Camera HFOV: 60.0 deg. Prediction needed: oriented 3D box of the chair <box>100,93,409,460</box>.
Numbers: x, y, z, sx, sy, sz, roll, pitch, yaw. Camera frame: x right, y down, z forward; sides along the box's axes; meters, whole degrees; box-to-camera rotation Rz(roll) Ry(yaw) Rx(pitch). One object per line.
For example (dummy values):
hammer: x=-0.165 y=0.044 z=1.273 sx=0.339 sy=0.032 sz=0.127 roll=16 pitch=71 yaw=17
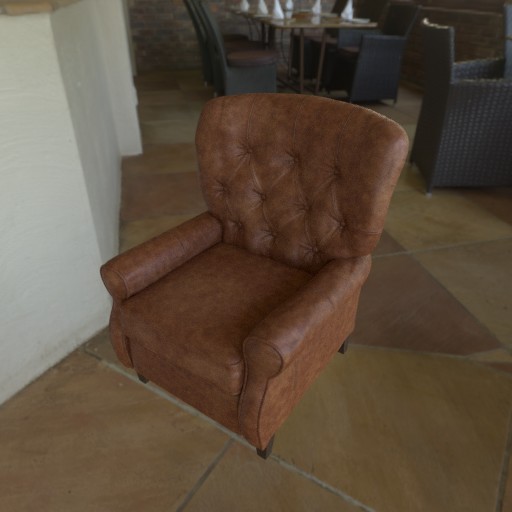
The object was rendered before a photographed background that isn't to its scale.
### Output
chair: x=0.000 y=0.000 z=1.876 sx=0.951 sy=1.164 sz=1.059 roll=20 pitch=37 yaw=29
